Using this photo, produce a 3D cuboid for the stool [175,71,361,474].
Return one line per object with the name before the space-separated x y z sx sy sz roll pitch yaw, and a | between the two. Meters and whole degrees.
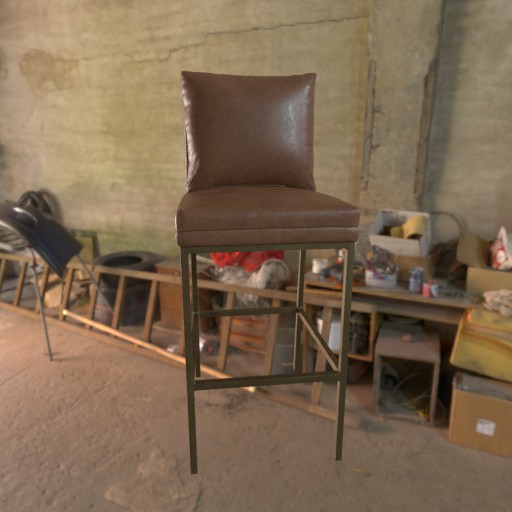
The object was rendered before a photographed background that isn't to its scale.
stool | 0.000 0.000 1.395 0.463 1.124 0.571 -2 16 -7
